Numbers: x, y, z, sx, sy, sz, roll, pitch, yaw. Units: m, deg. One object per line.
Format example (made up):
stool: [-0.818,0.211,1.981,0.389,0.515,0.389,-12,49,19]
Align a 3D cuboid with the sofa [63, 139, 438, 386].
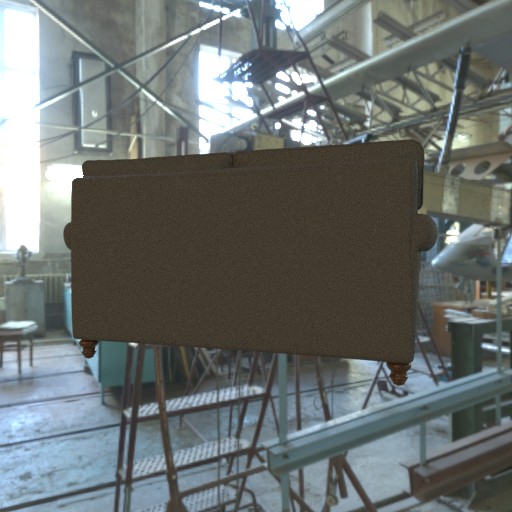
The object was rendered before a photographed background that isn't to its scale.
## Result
sofa: [0.000,0.000,2.222,1.665,0.937,0.964,0,1,17]
